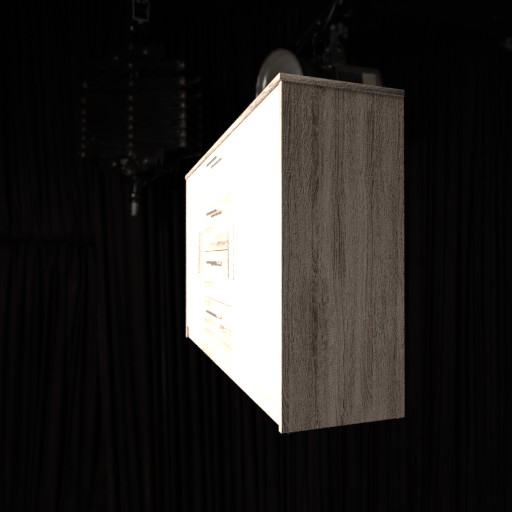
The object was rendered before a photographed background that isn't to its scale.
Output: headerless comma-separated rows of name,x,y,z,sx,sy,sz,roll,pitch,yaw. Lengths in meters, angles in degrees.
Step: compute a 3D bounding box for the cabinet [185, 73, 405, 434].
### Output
cabinet,0.000,0.000,1.841,0.380,0.900,1.450,0,0,-18
